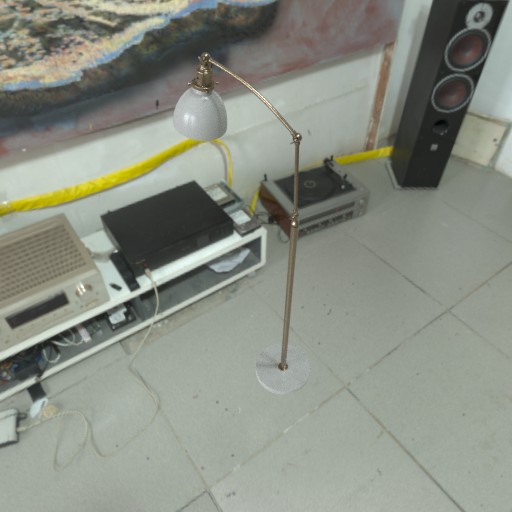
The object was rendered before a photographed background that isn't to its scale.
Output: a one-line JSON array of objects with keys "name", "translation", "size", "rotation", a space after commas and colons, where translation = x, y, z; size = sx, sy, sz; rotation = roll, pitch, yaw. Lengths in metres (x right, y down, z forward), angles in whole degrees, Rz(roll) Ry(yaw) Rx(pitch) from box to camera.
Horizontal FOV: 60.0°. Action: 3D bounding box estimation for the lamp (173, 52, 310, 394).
[{"name": "lamp", "translation": [0.000, 0.000, 1.840], "size": [0.599, 1.586, 0.288], "rotation": [18, 48, 17]}]
